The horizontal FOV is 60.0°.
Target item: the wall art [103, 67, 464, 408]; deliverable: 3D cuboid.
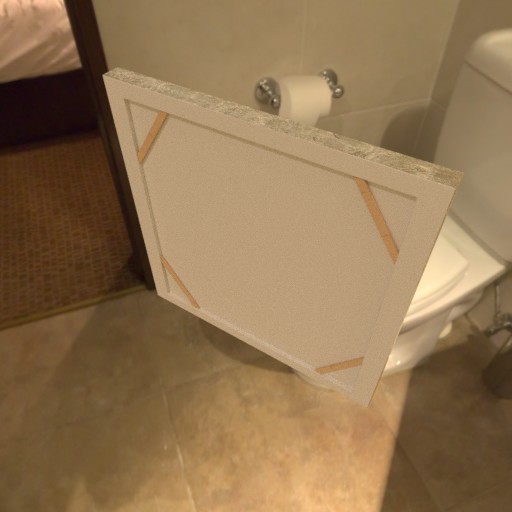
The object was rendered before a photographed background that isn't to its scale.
[{"bbox_3d":[0.000,0.000,0.892,0.610,0.610,0.038,24,51,22],"label":"wall art"}]
